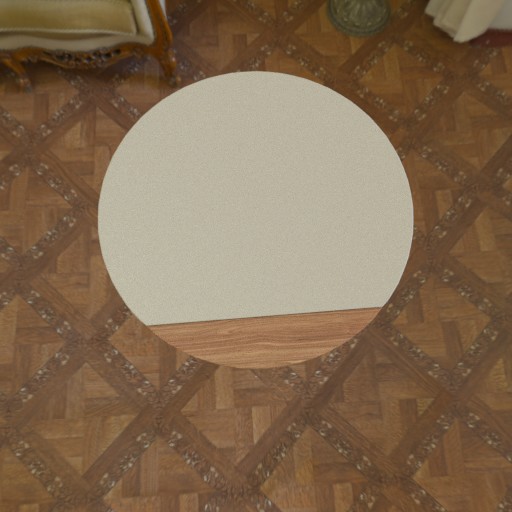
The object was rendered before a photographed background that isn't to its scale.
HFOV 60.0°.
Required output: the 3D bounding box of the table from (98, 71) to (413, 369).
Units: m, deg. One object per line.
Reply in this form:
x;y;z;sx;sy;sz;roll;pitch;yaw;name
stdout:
0.000;0.000;0.862;0.450;0.525;0.450;0;75;0;table
